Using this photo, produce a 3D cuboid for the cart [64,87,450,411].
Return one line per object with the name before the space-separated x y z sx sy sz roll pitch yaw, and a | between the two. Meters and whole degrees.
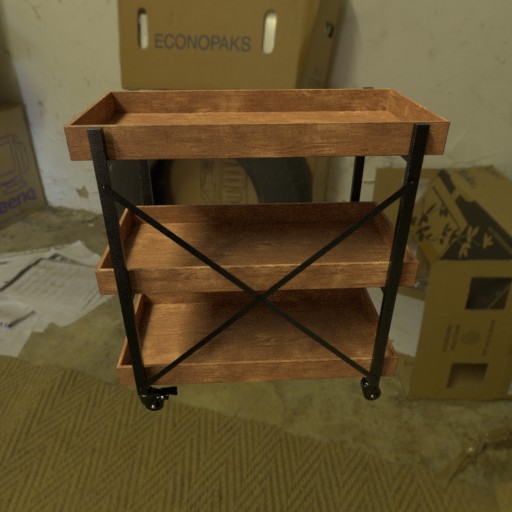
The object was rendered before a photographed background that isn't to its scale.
cart | 0.000 0.000 1.211 0.750 0.800 0.411 -1 31 -2
